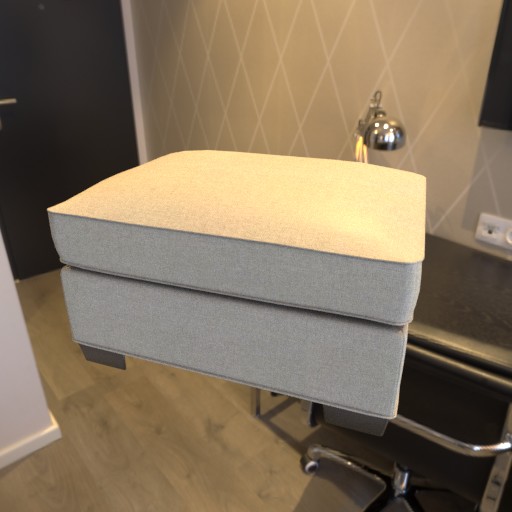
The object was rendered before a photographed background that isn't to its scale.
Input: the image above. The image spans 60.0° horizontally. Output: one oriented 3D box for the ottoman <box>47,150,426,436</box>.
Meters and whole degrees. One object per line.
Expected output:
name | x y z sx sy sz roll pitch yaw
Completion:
ottoman | 0.000 0.000 1.241 0.843 0.504 0.619 9 27 17
